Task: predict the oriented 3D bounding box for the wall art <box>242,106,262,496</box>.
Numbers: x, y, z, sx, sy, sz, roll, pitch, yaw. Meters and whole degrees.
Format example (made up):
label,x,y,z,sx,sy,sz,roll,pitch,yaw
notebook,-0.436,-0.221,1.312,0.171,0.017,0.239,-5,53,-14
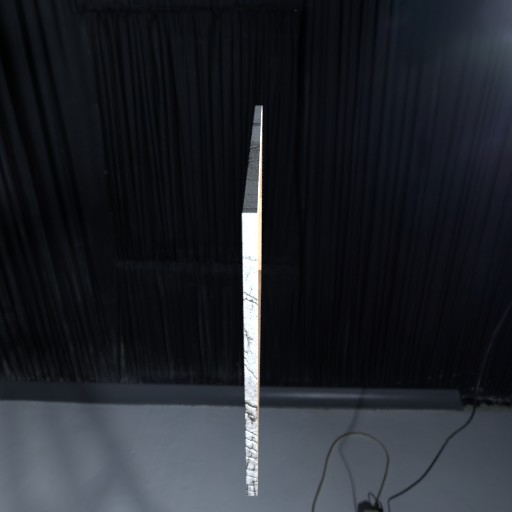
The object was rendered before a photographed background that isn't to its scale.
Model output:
label,x,y,z,sx,sy,sz,roll,pitch,yaw
wall art,0.000,0.000,1.152,0.023,0.607,0.914,0,27,1
